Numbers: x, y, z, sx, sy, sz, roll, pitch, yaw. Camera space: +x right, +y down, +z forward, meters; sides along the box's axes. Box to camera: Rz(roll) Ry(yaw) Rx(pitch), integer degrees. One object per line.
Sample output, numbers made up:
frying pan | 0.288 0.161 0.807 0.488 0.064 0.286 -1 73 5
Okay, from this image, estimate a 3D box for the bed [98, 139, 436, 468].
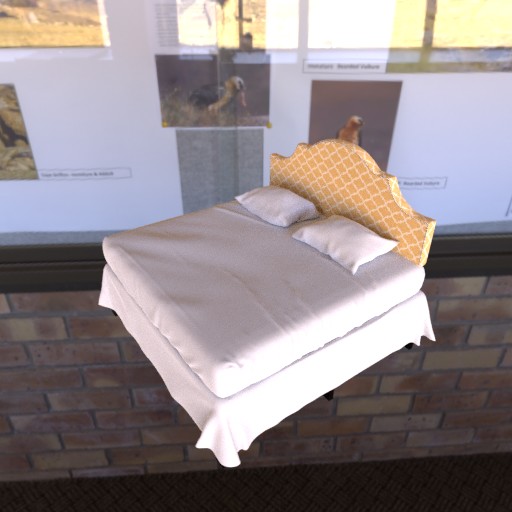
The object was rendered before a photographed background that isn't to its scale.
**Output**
bed | 0.000 0.000 3.715 2.222 1.601 2.314 -20 37 -30
